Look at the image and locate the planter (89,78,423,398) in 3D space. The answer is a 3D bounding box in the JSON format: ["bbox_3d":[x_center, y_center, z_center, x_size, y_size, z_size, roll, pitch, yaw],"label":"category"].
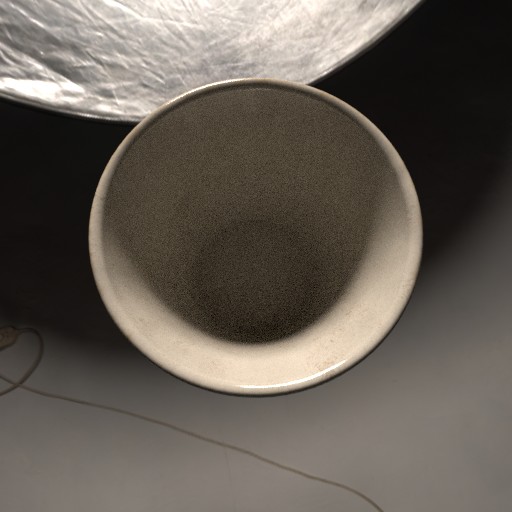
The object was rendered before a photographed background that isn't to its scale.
[{"bbox_3d":[0.000,0.000,0.218,0.126,0.104,0.126,0,76,0],"label":"planter"}]
